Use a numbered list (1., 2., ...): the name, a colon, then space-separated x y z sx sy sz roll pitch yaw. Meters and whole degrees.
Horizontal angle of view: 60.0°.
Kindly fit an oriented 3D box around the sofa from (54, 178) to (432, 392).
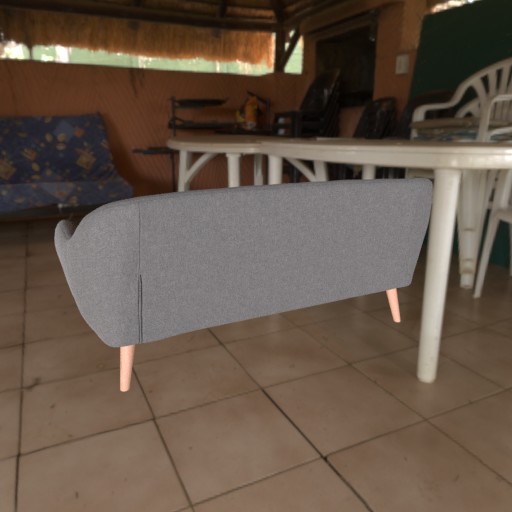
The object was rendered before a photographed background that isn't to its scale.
1. sofa: 0.000 0.000 2.273 1.840 0.820 0.820 -8 18 -26
